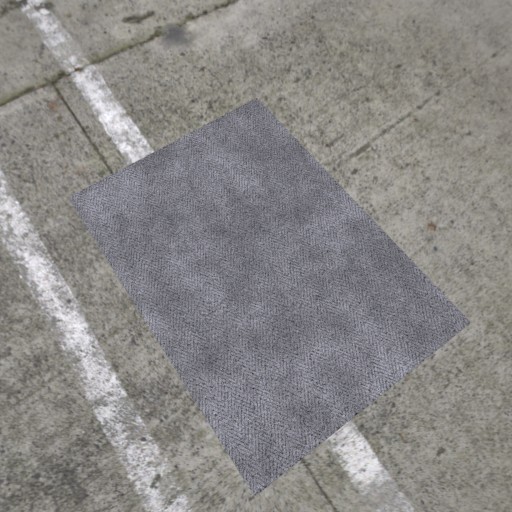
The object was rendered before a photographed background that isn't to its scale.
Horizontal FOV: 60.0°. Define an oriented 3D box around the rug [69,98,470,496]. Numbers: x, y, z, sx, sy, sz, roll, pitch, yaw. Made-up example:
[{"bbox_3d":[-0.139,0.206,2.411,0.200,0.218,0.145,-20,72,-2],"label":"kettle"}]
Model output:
[{"bbox_3d":[0.000,0.000,2.874,1.600,0.008,2.235,-33,68,-15],"label":"rug"}]
